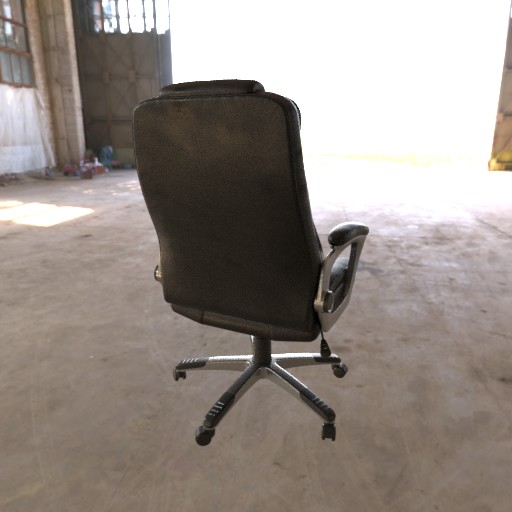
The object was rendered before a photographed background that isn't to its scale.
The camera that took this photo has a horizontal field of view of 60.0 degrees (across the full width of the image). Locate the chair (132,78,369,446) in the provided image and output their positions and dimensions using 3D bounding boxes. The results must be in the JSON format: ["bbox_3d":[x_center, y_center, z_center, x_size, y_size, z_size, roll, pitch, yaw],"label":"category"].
[{"bbox_3d":[0.000,0.000,1.519,0.697,1.075,0.689,8,17,26],"label":"chair"}]
